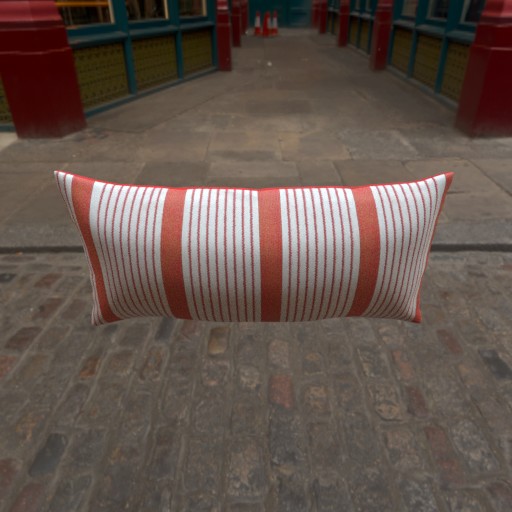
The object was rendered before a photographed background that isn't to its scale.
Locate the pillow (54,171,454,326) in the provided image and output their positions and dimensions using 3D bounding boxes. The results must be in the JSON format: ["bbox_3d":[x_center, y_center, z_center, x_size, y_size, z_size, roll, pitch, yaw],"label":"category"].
[{"bbox_3d":[0.000,0.000,0.742,0.608,0.297,0.151,0,31,0],"label":"pillow"}]
